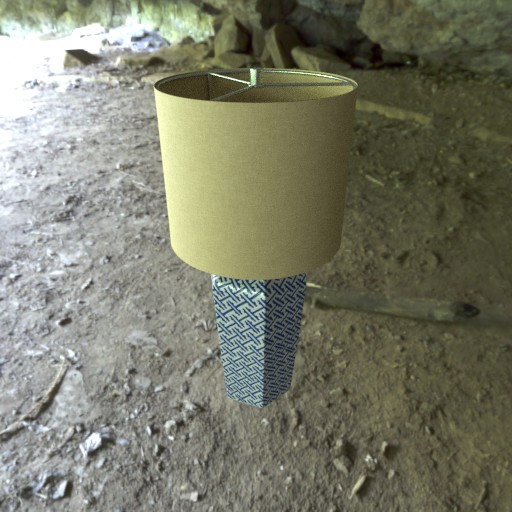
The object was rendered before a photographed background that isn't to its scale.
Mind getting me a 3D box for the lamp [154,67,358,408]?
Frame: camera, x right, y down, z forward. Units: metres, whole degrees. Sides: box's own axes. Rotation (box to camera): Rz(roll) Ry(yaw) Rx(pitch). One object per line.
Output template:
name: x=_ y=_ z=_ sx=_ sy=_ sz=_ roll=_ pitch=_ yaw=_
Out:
lamp: x=0.000 y=0.000 z=0.868 sx=0.320 sy=0.682 sz=0.320 roll=-19 pitch=35 yaw=-29
